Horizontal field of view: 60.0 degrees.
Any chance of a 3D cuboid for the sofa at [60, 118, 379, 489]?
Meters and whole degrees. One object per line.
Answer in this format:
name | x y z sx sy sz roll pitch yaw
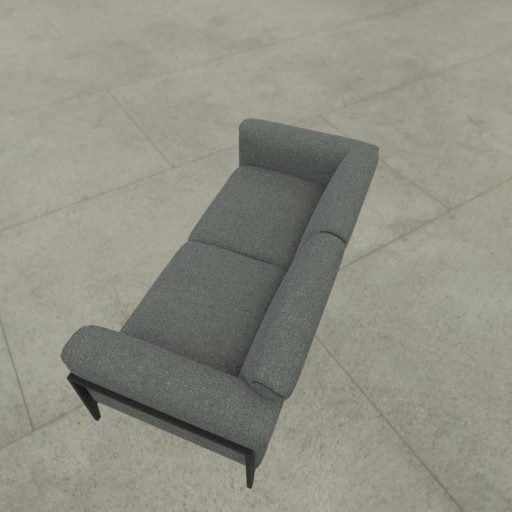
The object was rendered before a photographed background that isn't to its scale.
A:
sofa | 0.000 0.000 2.550 0.985 0.703 2.125 17 50 15
